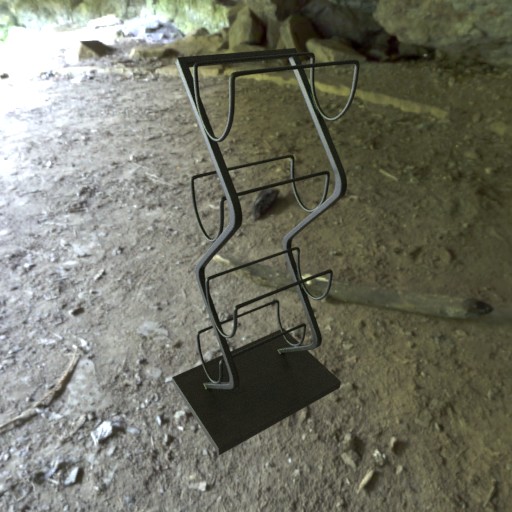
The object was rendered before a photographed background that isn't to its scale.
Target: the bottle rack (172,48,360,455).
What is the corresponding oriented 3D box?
[{"bbox_3d":[0.000,0.000,0.673,0.254,0.559,0.178,-19,36,-28],"label":"bottle rack"}]
